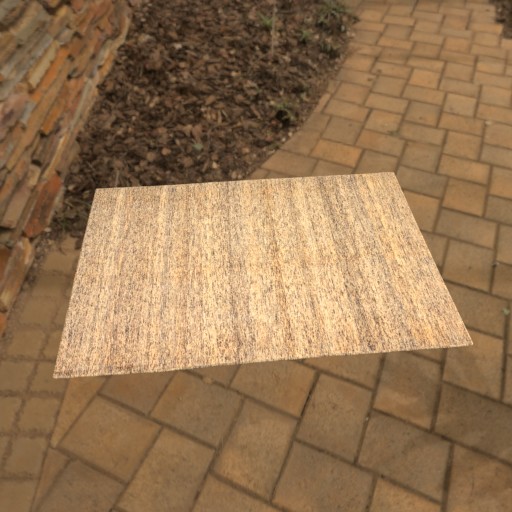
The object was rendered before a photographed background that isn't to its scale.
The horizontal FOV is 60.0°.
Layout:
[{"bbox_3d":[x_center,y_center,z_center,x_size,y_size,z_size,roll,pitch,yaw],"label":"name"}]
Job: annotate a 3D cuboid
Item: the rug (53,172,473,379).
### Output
[{"bbox_3d":[0.000,0.000,2.331,1.846,0.014,1.243,-4,49,-3],"label":"rug"}]
